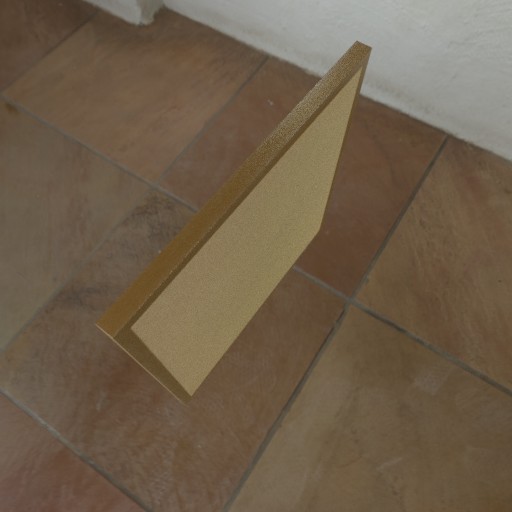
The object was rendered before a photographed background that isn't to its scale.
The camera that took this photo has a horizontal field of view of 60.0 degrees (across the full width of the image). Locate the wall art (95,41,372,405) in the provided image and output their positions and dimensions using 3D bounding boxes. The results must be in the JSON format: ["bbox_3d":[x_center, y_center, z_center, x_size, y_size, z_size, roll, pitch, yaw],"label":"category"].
[{"bbox_3d":[0.000,0.000,1.132,0.037,0.760,0.762,34,69,15],"label":"wall art"}]
